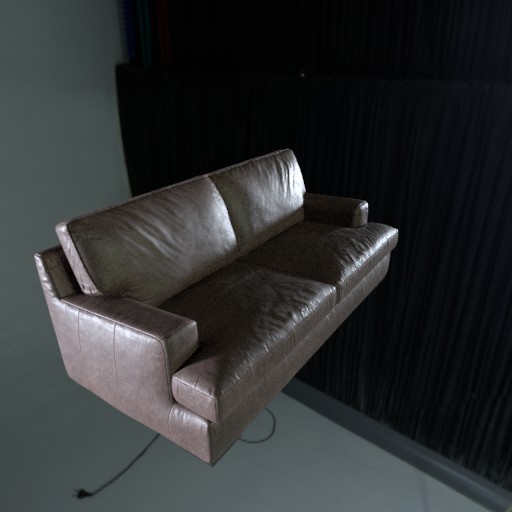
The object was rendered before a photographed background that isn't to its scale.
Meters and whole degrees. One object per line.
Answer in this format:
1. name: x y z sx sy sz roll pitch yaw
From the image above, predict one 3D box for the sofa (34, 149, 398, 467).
1. sofa: 0.000 0.000 2.787 1.143 0.941 2.261 16 30 31
